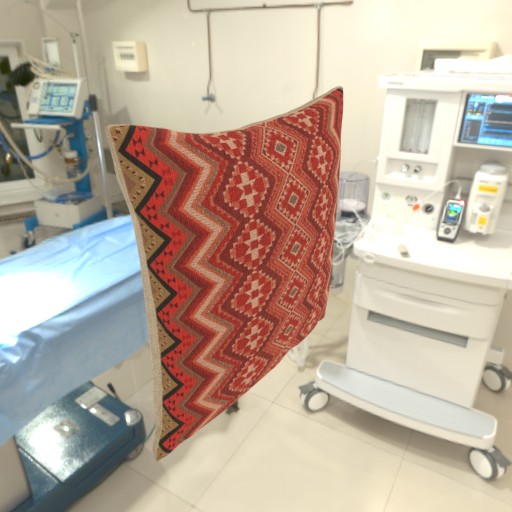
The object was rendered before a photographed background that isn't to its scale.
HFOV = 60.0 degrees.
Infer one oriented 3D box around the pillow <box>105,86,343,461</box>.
[{"bbox_3d":[0.000,0.000,0.758,0.158,0.511,0.513,19,32,34],"label":"pillow"}]
